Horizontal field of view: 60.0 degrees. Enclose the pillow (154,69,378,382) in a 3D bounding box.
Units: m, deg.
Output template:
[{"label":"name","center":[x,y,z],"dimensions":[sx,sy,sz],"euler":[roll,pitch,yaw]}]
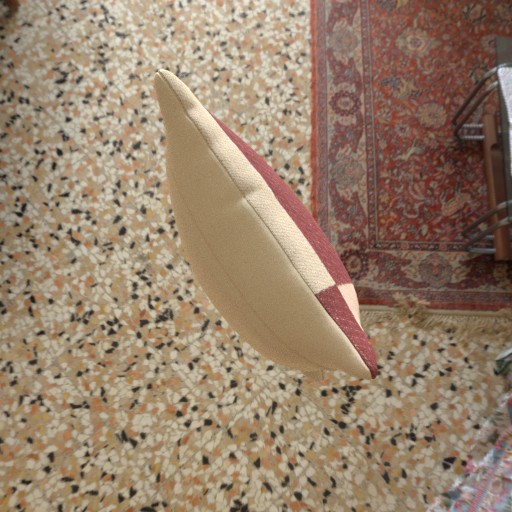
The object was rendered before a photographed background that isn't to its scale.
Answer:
[{"label":"pillow","center":[0.000,0.000,0.815],"dimensions":[0.229,0.506,0.536],"euler":[-33,77,-8]}]
